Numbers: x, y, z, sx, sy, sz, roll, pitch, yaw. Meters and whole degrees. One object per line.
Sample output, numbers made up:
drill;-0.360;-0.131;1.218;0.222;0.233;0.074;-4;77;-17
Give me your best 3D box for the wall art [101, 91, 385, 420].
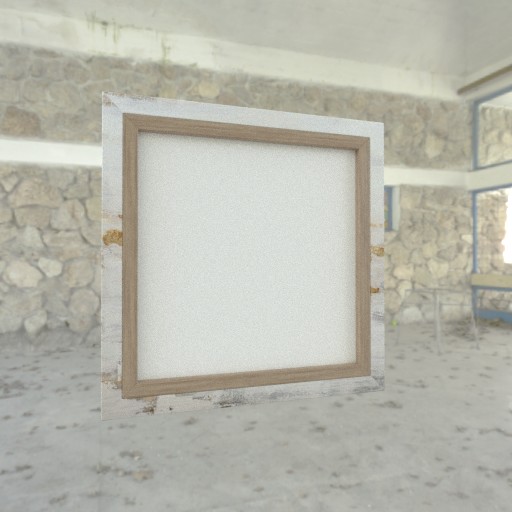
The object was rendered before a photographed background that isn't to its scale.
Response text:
wall art;0.000;0.000;1.545;1.015;1.018;0.040;0;-1;-18
